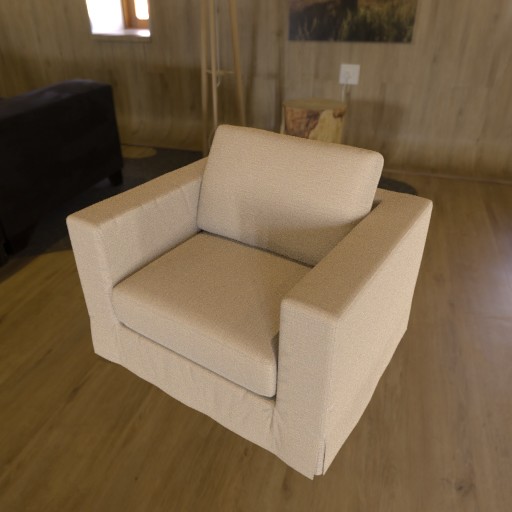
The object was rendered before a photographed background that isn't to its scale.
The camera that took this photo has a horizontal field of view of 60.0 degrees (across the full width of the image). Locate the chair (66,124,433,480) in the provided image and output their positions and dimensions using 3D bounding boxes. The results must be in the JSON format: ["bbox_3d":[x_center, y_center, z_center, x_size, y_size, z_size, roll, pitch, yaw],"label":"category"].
[{"bbox_3d":[0.000,0.000,1.824,1.150,0.878,0.957,19,36,28],"label":"chair"}]
